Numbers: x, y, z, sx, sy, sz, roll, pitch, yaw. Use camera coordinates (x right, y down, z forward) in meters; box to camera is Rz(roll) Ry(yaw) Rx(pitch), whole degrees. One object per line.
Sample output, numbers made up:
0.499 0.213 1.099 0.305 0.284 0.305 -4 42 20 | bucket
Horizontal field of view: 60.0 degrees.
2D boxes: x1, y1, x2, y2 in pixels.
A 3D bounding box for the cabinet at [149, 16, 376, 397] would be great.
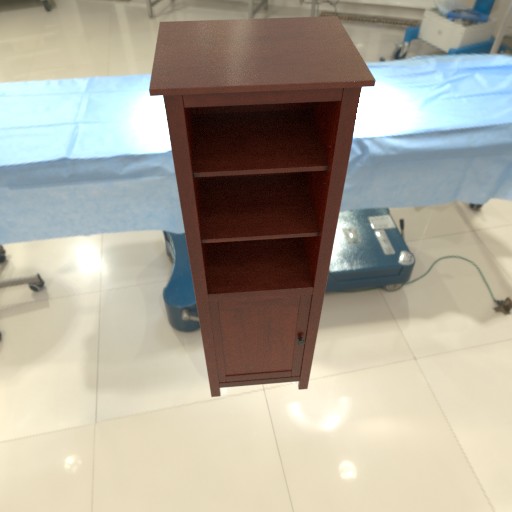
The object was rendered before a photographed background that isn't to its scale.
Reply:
0.000 0.000 1.659 0.500 1.518 0.401 -4 47 -3 | cabinet
